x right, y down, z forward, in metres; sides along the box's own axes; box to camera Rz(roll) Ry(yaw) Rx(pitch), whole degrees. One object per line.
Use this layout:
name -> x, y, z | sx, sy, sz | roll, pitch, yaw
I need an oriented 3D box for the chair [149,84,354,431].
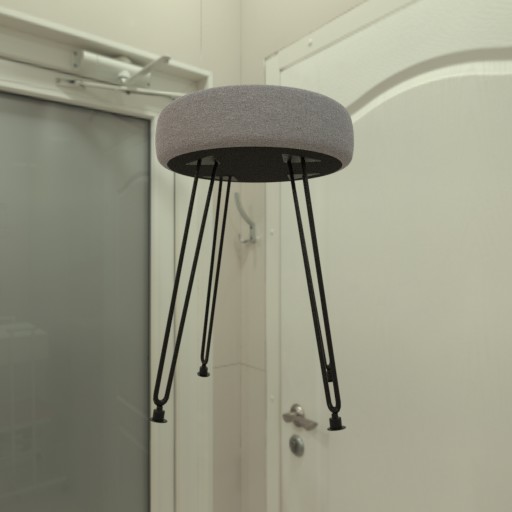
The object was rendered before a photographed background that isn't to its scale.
chair -> 0.000, 0.000, 0.686 | 0.350, 0.440, 0.350 | 0, 0, -37
